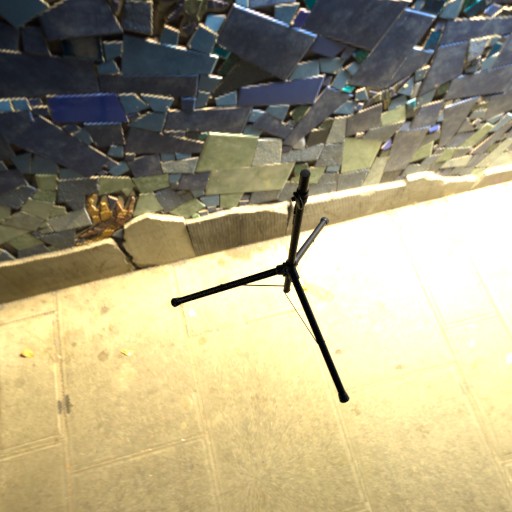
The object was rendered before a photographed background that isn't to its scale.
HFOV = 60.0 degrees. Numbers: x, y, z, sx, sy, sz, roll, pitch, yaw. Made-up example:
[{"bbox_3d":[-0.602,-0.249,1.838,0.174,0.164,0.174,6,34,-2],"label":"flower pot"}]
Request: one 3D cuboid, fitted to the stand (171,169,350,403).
[{"bbox_3d":[0.000,0.000,1.886,0.907,1.136,1.045,0,63,0],"label":"stand"}]
